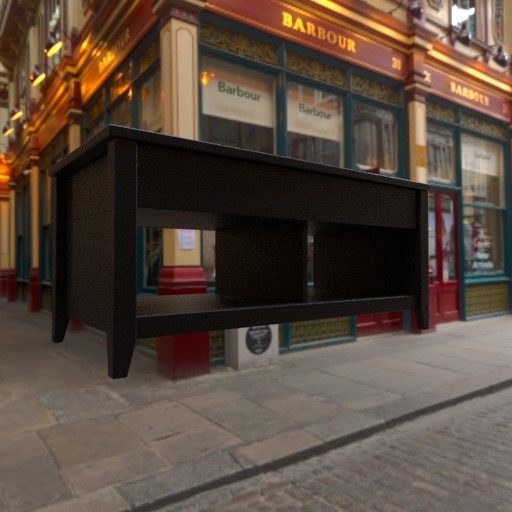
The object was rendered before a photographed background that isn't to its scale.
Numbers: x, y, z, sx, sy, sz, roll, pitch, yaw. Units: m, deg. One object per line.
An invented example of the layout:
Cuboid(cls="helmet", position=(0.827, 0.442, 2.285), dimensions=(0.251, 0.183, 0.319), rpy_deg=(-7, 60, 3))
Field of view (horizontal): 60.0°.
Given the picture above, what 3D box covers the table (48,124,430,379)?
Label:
Cuboid(cls="table", position=(0.000, 0.000, 1.284), dimensions=(1.016, 0.457, 0.483), rpy_deg=(1, -1, -37))
